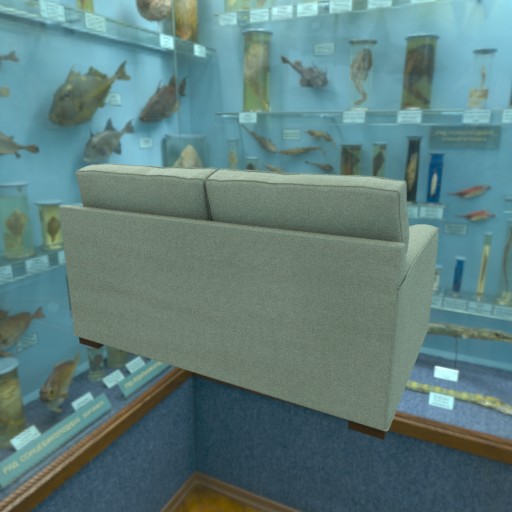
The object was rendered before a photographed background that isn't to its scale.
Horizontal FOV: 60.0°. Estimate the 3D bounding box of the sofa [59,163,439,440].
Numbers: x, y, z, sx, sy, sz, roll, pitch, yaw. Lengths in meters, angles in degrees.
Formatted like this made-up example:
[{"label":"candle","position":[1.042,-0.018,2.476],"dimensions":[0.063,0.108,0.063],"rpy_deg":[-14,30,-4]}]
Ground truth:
[{"label":"sofa","position":[0.000,0.000,2.072],"dimensions":[1.484,0.853,0.940],"rpy_deg":[8,18,27]}]
